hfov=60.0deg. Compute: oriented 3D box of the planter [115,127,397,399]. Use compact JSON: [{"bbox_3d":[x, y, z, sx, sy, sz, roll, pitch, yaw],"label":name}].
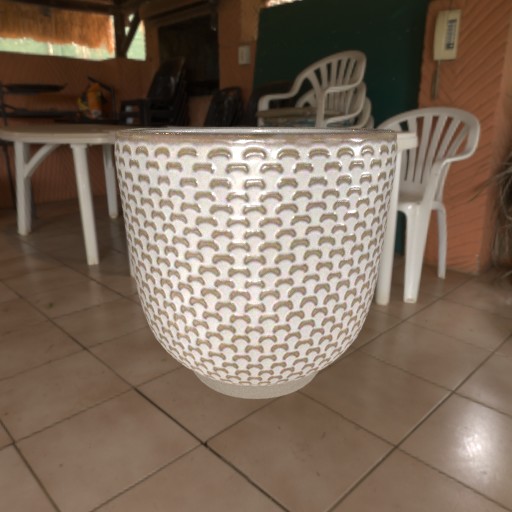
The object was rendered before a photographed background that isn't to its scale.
[{"bbox_3d":[0.000,0.000,0.346,0.197,0.191,0.197,0,17,0],"label":"planter"}]
